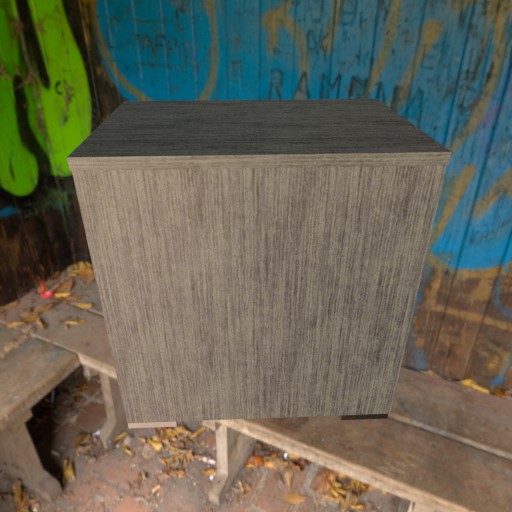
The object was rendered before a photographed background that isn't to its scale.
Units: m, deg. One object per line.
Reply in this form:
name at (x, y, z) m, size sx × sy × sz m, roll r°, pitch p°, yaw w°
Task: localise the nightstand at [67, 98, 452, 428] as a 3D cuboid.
nightstand at (0.000, 0.000, 0.764) m, size 0.441 × 0.460 × 0.325 m, roll -1°, pitch 31°, yaw -2°
